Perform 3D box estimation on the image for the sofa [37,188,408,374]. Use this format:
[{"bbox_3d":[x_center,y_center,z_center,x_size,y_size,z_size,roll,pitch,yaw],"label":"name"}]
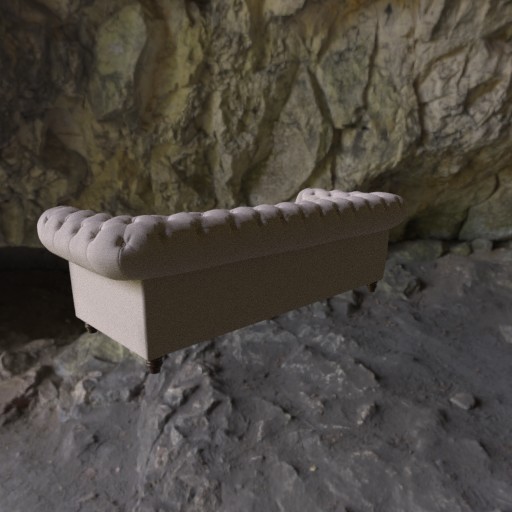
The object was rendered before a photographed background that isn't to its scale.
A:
[{"bbox_3d":[0.000,0.000,3.202,2.694,0.847,1.076,-12,17,-42],"label":"sofa"}]
